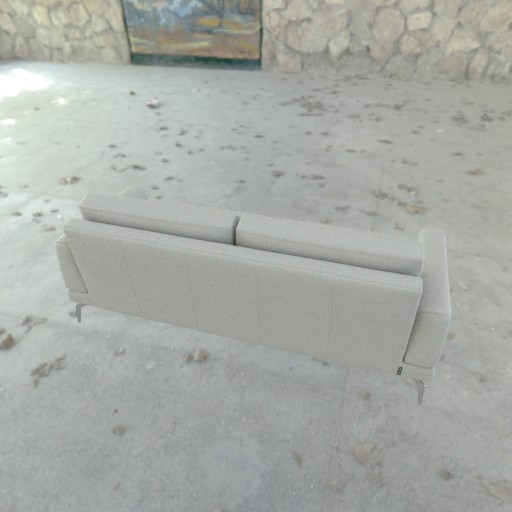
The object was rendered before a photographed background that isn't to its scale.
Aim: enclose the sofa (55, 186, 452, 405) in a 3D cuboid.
[{"bbox_3d":[0.000,0.000,2.425,1.940,0.765,0.974,10,34,15],"label":"sofa"}]
